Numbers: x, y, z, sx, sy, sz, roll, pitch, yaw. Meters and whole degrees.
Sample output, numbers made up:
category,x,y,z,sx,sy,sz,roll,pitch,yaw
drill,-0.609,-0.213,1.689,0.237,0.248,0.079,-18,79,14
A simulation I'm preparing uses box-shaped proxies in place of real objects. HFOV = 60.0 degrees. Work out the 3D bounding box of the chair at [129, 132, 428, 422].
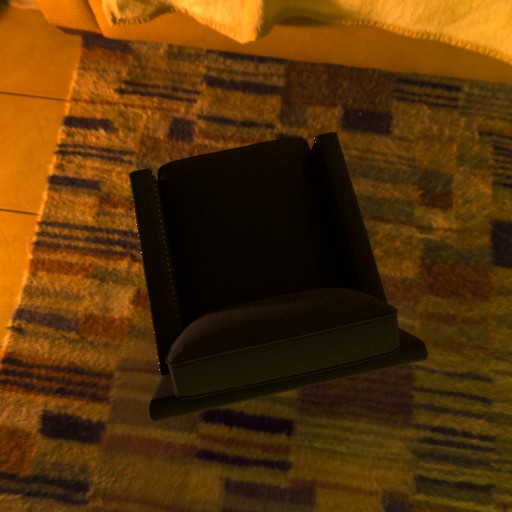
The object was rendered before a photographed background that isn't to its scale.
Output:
category,x,y,z,sx,sy,sz,roll,pitch,yaw
chair,0.000,0.000,1.745,0.853,0.943,1.014,-12,76,-3
